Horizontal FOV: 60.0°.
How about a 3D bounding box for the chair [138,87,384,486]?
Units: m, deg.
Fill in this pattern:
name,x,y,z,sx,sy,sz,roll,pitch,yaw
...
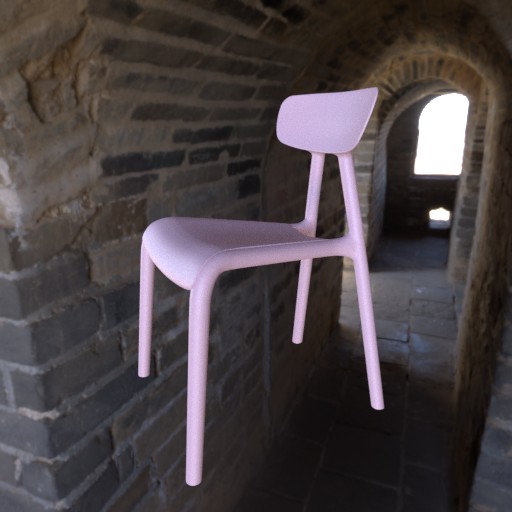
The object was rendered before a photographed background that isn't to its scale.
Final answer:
name,x,y,z,sx,sy,sz,roll,pitch,yaw
chair,0.000,0.000,0.818,0.401,0.580,0.356,-8,18,-25
